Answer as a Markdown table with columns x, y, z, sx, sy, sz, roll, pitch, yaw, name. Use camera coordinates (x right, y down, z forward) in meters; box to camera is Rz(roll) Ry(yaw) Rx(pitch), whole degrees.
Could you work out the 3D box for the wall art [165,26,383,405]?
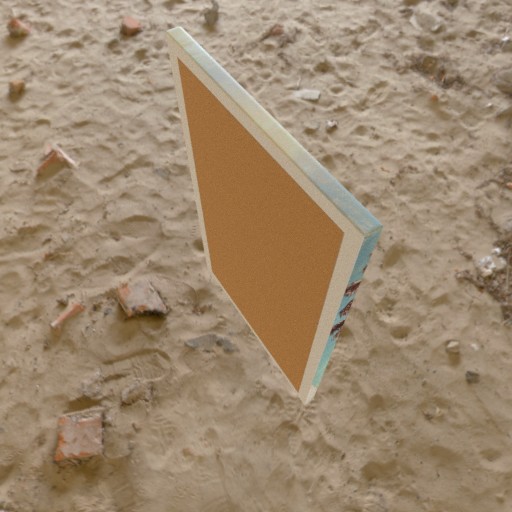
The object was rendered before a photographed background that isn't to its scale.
| x | y | z | sx | sy | sz | roll | pitch | yaw | name |
| --- | --- | --- | --- | --- | --- | --- | --- | --- | --- |
| 0.000 | 0.000 | 1.140 | 0.037 | 0.915 | 0.605 | -29 | 62 | -17 | wall art |
